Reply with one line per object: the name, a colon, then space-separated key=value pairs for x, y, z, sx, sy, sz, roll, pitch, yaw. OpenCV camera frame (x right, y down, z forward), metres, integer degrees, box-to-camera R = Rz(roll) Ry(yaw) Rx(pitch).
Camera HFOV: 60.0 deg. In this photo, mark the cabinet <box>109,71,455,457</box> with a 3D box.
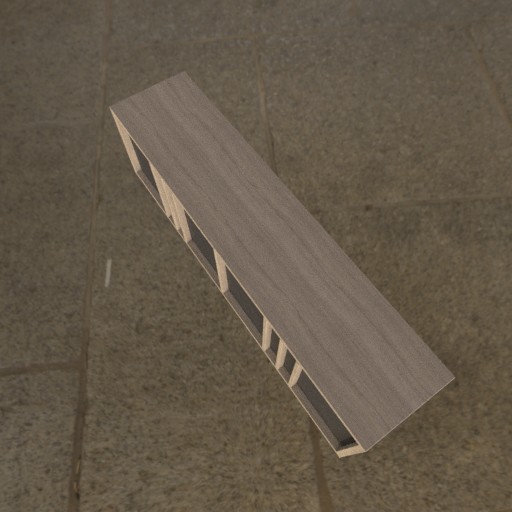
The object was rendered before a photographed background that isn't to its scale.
cabinet: x=0.000 y=0.000 z=2.533 sx=0.499 sy=0.779 sz=2.198 roll=-32 pitch=68 yaw=-15
